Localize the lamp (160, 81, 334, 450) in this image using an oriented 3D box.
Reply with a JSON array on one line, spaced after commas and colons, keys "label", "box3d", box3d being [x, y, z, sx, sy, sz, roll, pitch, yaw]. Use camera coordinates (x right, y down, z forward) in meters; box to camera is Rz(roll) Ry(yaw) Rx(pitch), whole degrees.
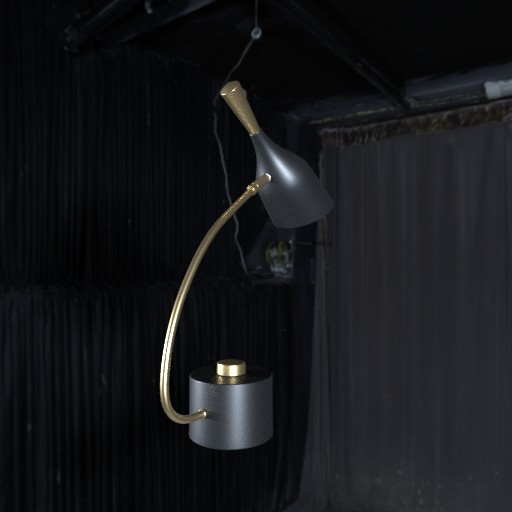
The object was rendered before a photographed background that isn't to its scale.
[{"label": "lamp", "box3d": [0.000, 0.000, 0.630, 0.110, 0.464, 0.352, 0, -1, 36]}]
